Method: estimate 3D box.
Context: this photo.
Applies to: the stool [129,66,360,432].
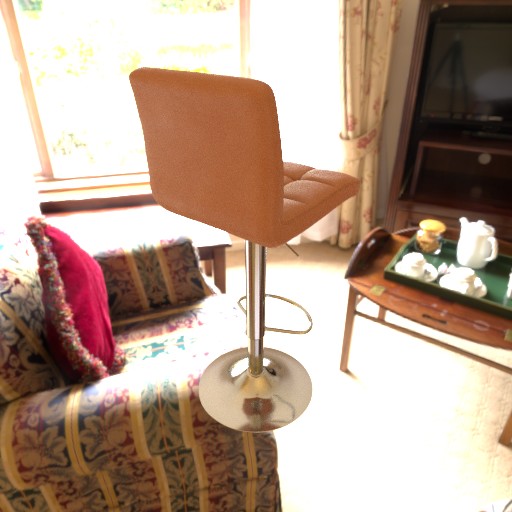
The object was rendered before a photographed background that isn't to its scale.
[{"bbox_3d":[0.000,0.000,1.384,0.430,1.115,0.505,21,36,32],"label":"stool"}]
